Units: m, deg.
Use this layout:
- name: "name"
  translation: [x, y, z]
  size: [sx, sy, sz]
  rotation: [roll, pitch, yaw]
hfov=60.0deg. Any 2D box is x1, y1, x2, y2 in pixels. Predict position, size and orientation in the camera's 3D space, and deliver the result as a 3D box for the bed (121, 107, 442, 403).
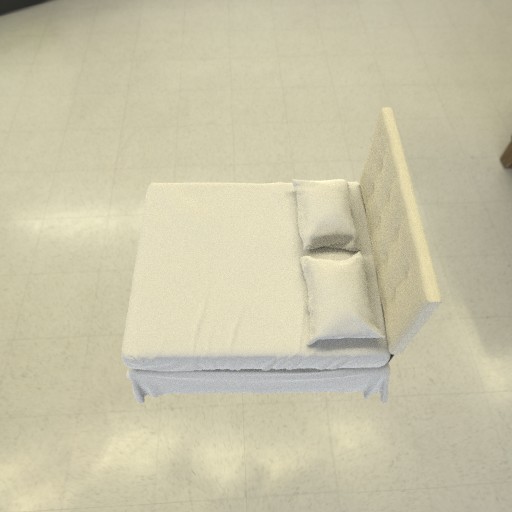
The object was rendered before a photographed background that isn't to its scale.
- name: "bed"
  translation: [0.000, 0.000, 3.523]
  size: [2.222, 1.577, 1.936]
  rotation: [0, 58, 0]
